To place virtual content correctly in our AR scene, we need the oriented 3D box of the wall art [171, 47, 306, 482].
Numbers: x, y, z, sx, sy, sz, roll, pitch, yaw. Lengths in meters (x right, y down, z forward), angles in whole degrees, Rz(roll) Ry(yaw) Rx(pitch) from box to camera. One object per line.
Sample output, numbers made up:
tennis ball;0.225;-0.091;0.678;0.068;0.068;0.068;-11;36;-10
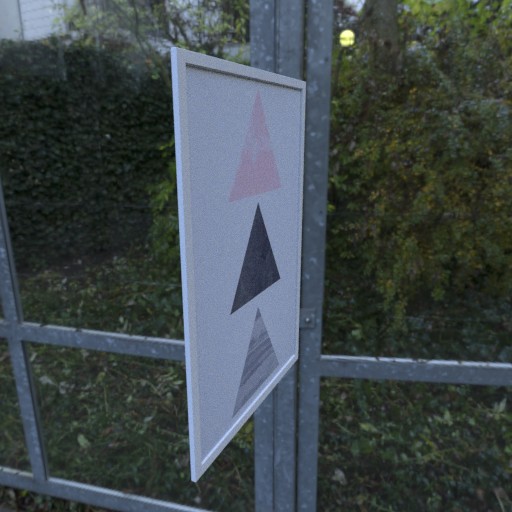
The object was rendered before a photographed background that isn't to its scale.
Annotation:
wall art;0.000;0.000;1.201;0.013;0.940;0.659;8;18;25
